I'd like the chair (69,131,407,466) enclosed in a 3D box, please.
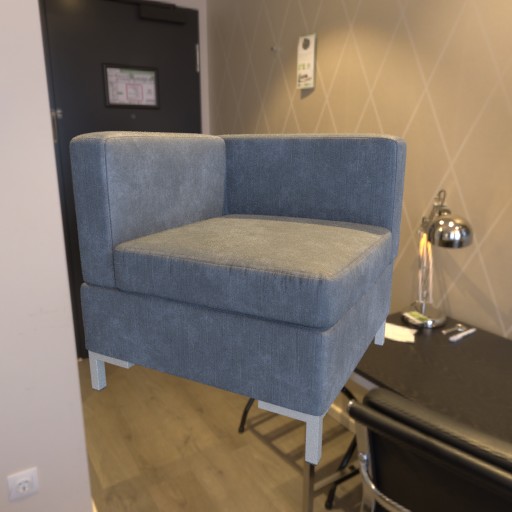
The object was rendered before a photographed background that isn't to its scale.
[{"bbox_3d":[0.000,0.000,1.222,0.680,0.660,0.680,7,16,27],"label":"chair"}]
